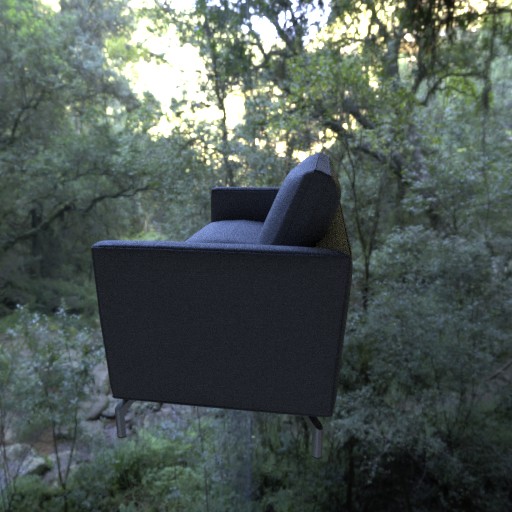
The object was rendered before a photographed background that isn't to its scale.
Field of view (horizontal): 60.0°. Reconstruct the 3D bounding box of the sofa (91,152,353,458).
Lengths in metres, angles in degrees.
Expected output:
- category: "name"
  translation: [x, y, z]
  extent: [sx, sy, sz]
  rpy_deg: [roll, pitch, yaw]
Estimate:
- category: "sofa"
  translation: [0.000, 0.000, 2.099]
  extent: [0.803, 0.924, 1.594]
  rpy_deg: [2, 15, 8]
